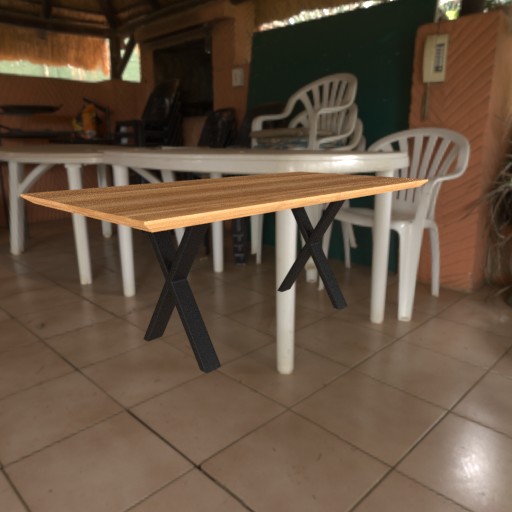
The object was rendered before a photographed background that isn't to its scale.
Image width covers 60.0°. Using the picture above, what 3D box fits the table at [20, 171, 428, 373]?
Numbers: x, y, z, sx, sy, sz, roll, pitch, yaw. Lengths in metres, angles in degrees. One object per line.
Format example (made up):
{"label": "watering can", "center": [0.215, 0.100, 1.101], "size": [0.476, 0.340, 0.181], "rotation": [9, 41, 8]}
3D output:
{"label": "table", "center": [0.000, 0.000, 2.440], "size": [1.000, 0.770, 2.000], "rotation": [14, 20, 42]}
